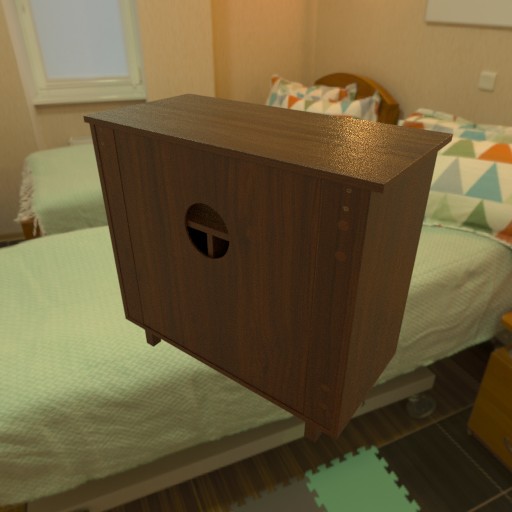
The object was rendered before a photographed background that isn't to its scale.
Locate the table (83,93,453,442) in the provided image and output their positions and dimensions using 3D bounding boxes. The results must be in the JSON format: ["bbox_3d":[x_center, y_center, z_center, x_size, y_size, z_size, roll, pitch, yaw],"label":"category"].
[{"bbox_3d":[0.000,0.000,1.233,0.802,0.725,0.390,20,36,31],"label":"table"}]
